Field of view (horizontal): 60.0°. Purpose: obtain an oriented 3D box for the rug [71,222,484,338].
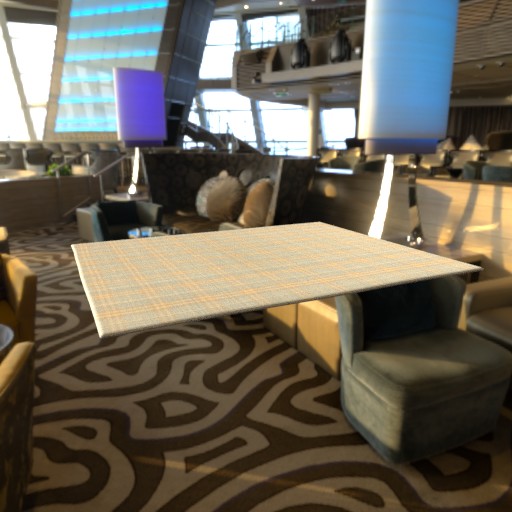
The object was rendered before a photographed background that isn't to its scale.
[{"bbox_3d":[0.000,0.000,4.116,3.066,0.030,2.462,-7,16,-25],"label":"rug"}]
